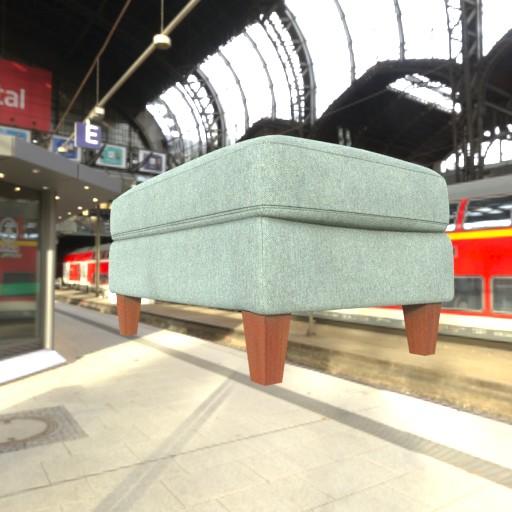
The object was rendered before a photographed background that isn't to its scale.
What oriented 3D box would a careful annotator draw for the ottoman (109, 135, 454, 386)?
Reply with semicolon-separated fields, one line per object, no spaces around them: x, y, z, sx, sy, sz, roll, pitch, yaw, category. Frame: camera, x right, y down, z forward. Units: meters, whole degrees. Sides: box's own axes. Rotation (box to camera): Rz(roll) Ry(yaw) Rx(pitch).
0.000;0.000;1.239;0.584;0.483;0.864;1;-2;-35;ottoman
